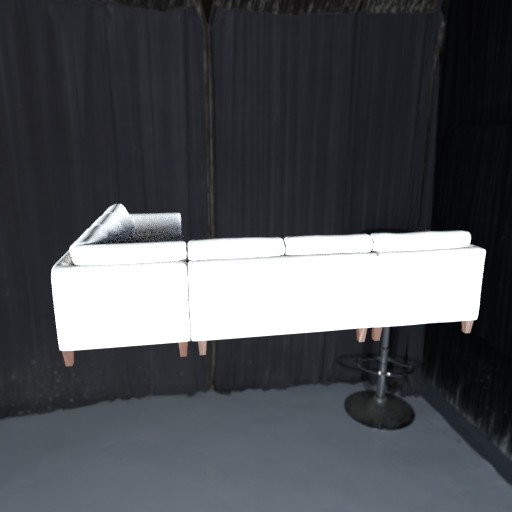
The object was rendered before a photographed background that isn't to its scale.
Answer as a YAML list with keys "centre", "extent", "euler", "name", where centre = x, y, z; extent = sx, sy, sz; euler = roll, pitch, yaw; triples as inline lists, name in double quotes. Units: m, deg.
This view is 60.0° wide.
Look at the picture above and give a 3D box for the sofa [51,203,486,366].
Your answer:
- centre: [0.000, 0.000, 4.423]
  extent: [3.238, 0.853, 2.551]
  euler: [-3, 14, -10]
  name: "sofa"
